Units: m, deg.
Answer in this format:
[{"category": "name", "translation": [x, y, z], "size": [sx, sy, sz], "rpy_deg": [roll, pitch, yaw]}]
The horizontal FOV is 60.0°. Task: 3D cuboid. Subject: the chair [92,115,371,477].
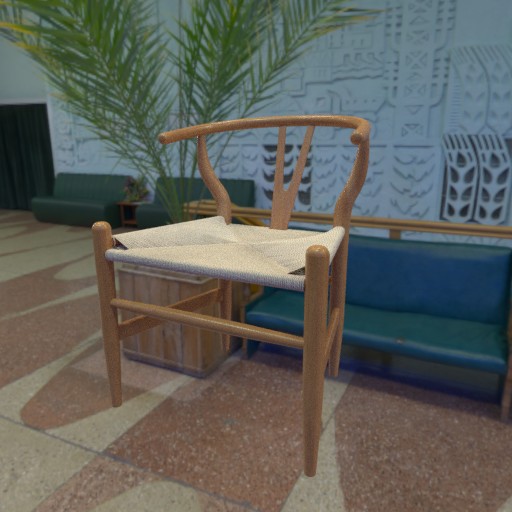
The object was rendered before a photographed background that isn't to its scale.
[{"category": "chair", "translation": [0.000, 0.000, 1.161], "size": [0.569, 0.730, 0.579], "rpy_deg": [7, 16, 26]}]
